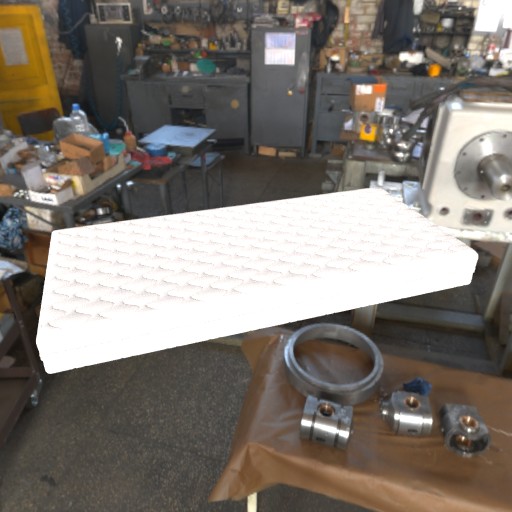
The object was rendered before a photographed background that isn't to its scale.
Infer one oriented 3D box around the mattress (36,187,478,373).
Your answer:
[{"bbox_3d":[0.000,0.000,2.291,2.000,0.200,0.900,-9,32,-15],"label":"mattress"}]
